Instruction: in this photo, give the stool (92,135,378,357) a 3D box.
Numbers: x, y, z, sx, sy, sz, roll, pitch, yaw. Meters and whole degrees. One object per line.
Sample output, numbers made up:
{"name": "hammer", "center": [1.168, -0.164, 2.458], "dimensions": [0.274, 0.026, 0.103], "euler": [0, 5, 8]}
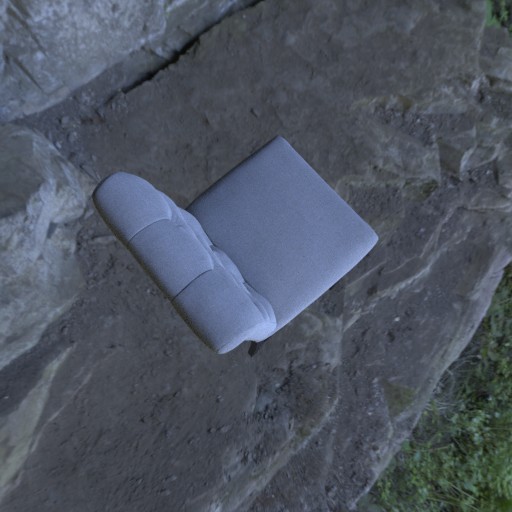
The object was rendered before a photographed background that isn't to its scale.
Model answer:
{"name": "stool", "center": [0.000, 0.000, 1.499], "dimensions": [0.601, 1.140, 0.493], "euler": [-39, 78, -10]}
